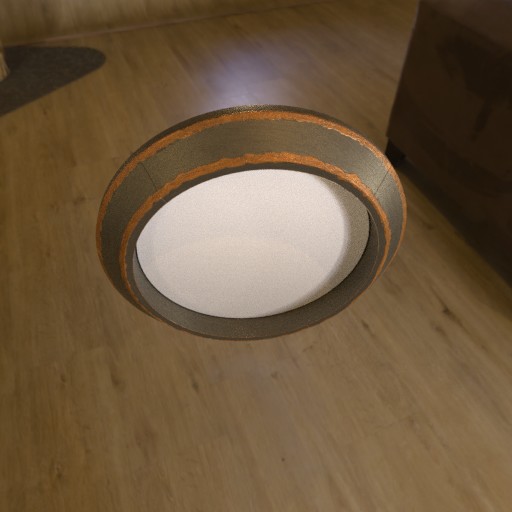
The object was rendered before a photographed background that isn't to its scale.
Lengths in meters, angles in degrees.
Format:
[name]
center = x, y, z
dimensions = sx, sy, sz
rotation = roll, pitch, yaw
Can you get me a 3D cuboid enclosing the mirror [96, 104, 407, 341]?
[mirror]
center = 0.000, 0.000, 1.315
dimensions = 0.907, 0.907, 0.111
rotation = -5, 47, -4
